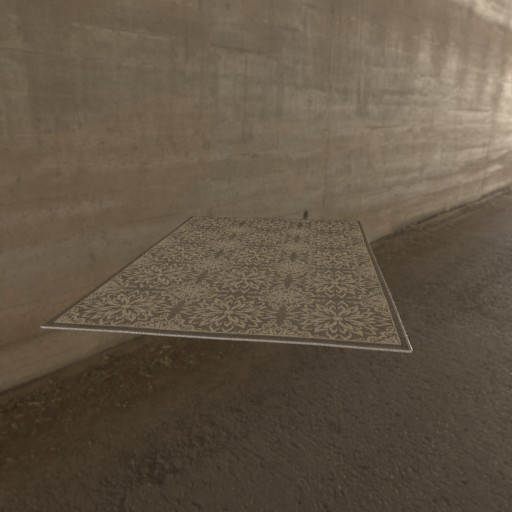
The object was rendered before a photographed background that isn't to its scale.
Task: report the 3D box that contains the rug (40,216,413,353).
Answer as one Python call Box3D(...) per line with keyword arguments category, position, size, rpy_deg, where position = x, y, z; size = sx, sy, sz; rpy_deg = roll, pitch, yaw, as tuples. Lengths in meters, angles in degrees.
Box3D(category="rug", position=(0.000, 0.000, 3.418), size=(1.819, 0.018, 2.746), rpy_deg=(2, 17, 8))
